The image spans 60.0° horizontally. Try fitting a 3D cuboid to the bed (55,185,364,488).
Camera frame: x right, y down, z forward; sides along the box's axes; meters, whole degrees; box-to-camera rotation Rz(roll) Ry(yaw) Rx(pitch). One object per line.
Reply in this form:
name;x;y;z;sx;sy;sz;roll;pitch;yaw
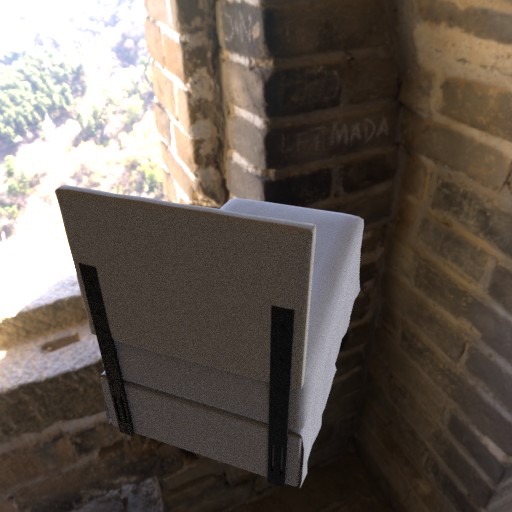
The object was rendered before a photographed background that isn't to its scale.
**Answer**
bed;0.000;0.000;2.915;1.261;1.571;1.997;11;33;17
